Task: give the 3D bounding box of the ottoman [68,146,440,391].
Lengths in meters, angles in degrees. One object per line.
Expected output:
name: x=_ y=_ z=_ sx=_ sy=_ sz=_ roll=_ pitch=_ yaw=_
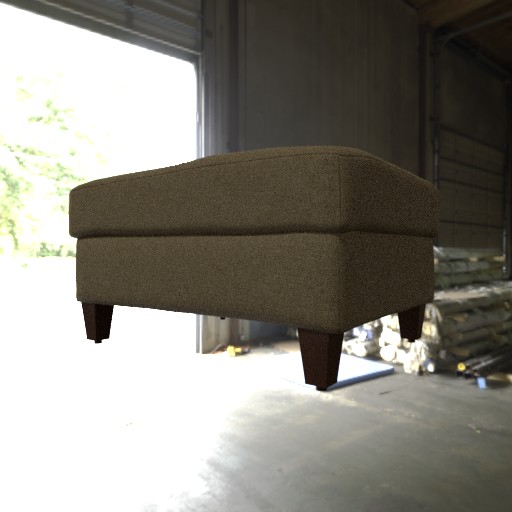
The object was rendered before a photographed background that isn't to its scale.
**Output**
ottoman: x=0.000 y=0.000 z=1.305 sx=0.889 sy=0.511 sz=0.692 roll=1 pitch=1 yaw=36
